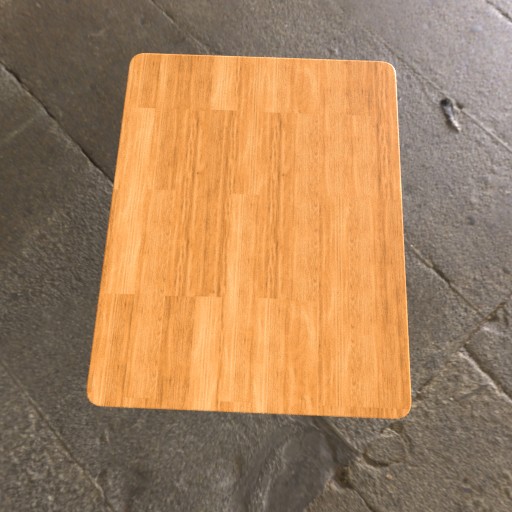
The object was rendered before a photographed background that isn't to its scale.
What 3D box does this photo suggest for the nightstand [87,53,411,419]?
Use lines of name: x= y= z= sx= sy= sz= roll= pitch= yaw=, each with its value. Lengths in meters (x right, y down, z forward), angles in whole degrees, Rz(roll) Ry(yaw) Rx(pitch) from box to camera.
nightstand: x=0.000 y=0.000 z=0.893 sx=0.440 sy=0.470 sz=0.560 roll=2 pitch=75 yaw=1
